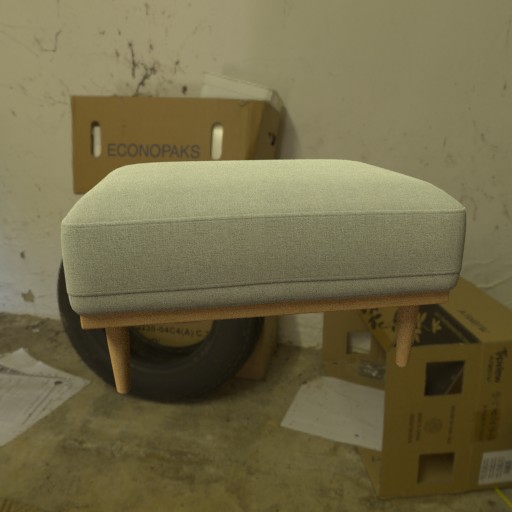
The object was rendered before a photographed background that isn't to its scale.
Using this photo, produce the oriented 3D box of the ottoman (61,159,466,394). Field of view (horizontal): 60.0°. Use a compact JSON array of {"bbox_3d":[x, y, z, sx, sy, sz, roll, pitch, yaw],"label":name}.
[{"bbox_3d":[0.000,0.000,1.064,0.749,0.428,0.549,-3,18,-9],"label":"ottoman"}]
